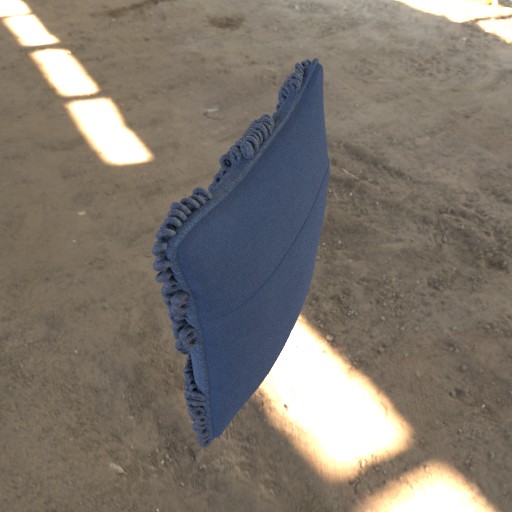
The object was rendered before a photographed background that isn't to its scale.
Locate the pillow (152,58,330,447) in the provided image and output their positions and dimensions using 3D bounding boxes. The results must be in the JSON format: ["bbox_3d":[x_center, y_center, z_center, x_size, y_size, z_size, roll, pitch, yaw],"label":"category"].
[{"bbox_3d":[0.000,0.000,0.708,0.172,0.466,0.469,17,48,16],"label":"pillow"}]
